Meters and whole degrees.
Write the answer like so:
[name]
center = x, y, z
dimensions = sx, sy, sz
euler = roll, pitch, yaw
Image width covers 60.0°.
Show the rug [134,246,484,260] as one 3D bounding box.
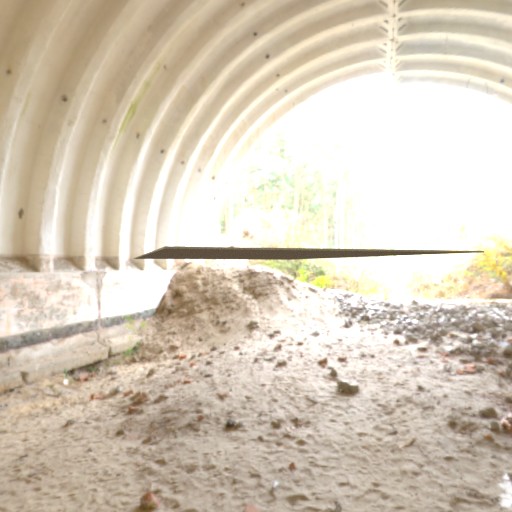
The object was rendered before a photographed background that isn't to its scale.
[rug]
center = 0.000, 0.000, 3.047
dimensions = 1.515, 0.010, 2.430
euler = 0, -1, -18
